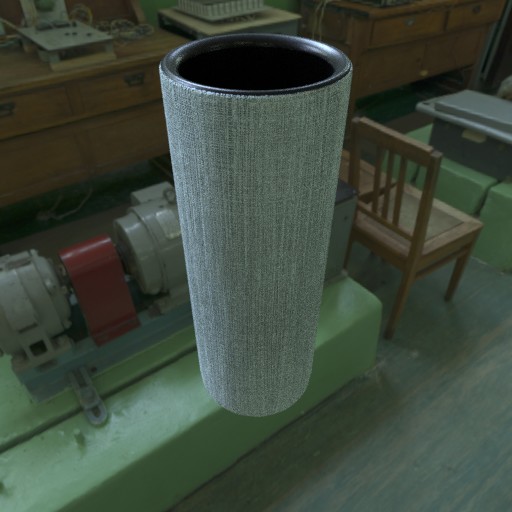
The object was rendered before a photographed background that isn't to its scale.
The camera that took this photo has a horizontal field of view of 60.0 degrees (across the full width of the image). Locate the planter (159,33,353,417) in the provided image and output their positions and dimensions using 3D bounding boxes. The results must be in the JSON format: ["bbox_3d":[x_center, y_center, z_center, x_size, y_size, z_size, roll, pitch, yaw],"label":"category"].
[{"bbox_3d":[0.000,0.000,0.318,0.100,0.270,0.100,-26,47,-27],"label":"planter"}]
